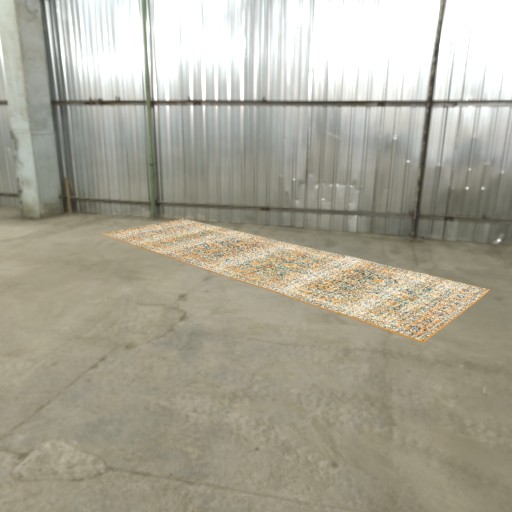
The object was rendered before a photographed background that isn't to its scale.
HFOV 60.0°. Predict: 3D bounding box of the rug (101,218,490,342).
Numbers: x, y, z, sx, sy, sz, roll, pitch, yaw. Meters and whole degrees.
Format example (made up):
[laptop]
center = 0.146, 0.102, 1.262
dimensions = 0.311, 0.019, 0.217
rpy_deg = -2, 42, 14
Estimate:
[rug]
center = 0.000, 0.000, 2.544
dimensions = 2.294, 0.014, 0.704
rpy_deg = 15, 22, 42
